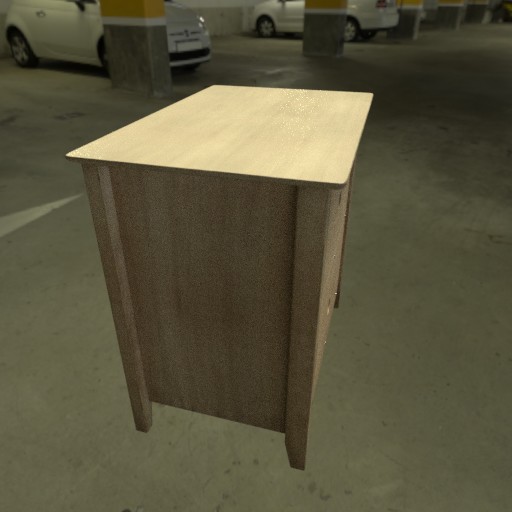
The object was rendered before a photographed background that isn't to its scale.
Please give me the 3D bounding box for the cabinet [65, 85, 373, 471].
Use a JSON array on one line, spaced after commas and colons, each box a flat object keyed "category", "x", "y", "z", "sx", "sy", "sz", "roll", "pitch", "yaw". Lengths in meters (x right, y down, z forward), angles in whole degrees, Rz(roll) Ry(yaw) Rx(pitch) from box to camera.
[{"category": "cabinet", "x": 0.000, "y": 0.000, "z": 1.239, "sx": 0.503, "sy": 0.762, "sz": 0.763, "roll": 8, "pitch": 31, "yaw": 14}]
